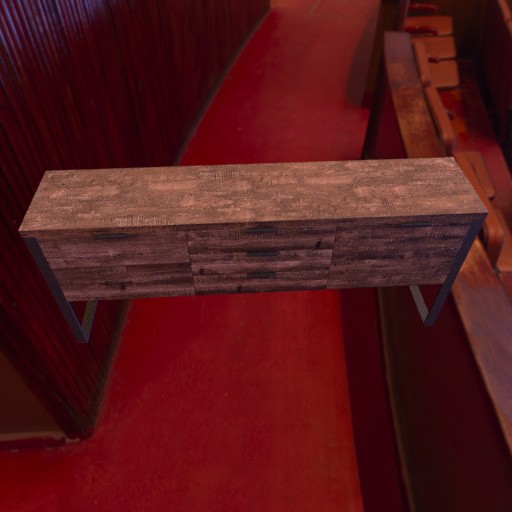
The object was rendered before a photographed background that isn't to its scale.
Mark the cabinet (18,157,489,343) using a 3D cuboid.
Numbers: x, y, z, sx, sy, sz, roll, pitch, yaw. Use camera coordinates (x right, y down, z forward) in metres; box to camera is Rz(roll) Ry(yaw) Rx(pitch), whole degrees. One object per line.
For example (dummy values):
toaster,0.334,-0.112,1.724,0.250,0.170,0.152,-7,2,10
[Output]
cabinet,0.000,0.000,2.093,1.800,0.762,0.395,-2,46,-2
